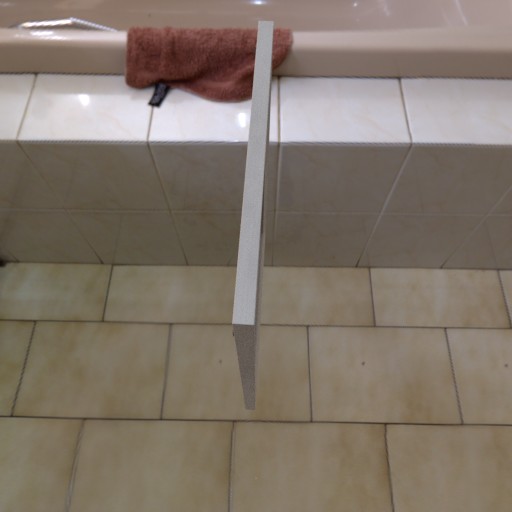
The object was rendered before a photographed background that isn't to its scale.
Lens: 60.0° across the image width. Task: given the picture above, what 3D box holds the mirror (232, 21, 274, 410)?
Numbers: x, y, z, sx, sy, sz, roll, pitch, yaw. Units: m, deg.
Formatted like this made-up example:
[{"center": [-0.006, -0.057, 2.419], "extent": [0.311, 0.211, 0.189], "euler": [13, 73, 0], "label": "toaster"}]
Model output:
[{"center": [0.000, 0.000, 1.354], "extent": [0.041, 1.016, 0.762], "euler": [3, 63, 2], "label": "mirror"}]
